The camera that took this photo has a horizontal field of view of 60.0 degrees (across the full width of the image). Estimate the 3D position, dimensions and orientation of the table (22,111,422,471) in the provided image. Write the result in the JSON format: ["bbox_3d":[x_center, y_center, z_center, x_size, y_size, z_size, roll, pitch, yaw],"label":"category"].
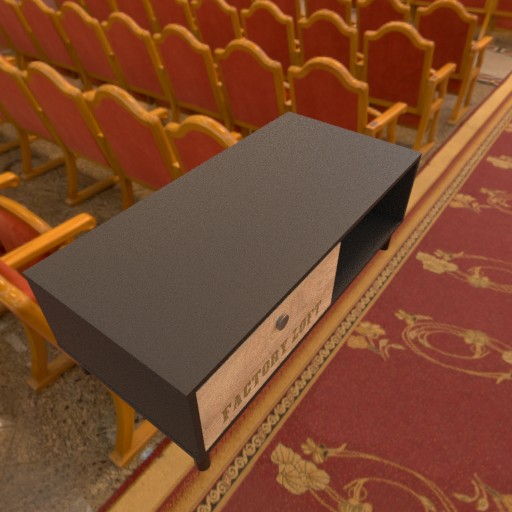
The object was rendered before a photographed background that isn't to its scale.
[{"bbox_3d":[0.000,0.000,1.367,0.550,0.400,1.100,27,48,27],"label":"table"}]
